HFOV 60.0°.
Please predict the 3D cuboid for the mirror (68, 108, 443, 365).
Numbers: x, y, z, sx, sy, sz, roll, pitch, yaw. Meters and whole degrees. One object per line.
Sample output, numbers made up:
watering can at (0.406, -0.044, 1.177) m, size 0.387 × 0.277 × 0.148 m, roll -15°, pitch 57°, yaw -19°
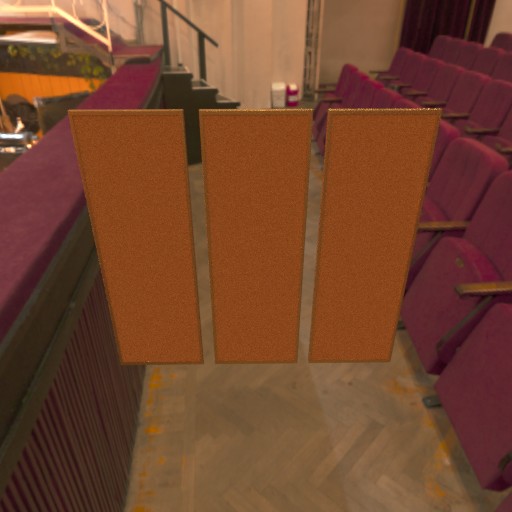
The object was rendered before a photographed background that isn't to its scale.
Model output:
mirror at (0.000, 0.000, 1.440) m, size 1.011 × 0.926 × 0.023 m, roll 0°, pitch 31°, yaw -1°
